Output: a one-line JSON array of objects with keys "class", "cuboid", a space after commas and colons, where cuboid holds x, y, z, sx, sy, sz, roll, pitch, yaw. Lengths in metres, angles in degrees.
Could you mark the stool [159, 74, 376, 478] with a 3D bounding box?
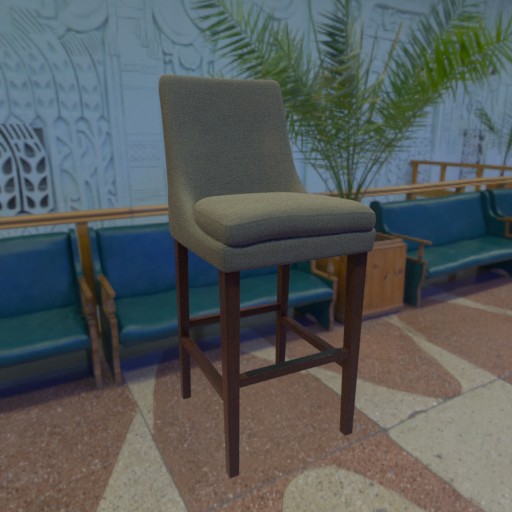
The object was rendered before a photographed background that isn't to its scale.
[{"class": "stool", "cuboid": [0.000, 0.000, 1.370, 0.470, 1.078, 0.577, -8, 17, -26]}]
